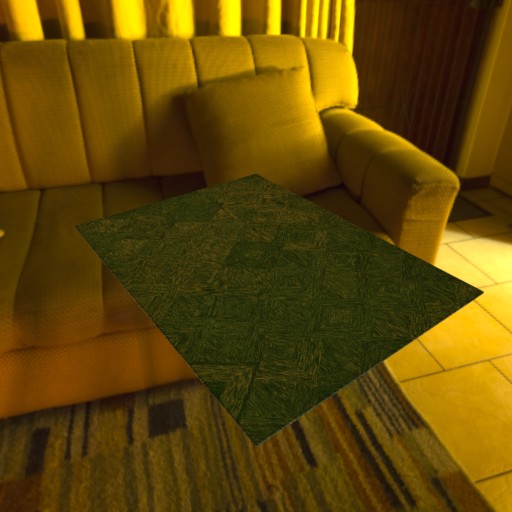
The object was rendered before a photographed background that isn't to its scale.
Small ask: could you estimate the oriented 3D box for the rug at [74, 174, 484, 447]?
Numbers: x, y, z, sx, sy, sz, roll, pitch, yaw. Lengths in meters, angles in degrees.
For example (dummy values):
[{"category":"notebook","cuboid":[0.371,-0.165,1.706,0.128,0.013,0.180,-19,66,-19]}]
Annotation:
[{"category":"rug","cuboid":[0.000,0.000,4.217,2.405,0.027,3.217,-22,39,-30]}]
